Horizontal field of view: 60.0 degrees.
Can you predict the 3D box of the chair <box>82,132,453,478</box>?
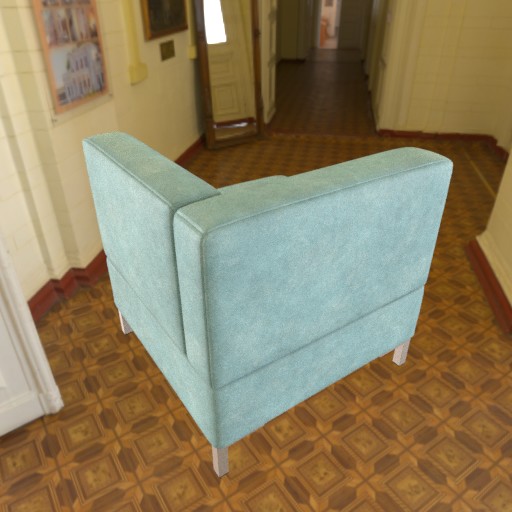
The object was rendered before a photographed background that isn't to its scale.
[{"bbox_3d":[0.000,0.000,1.246,0.691,0.660,0.684,-20,36,-29],"label":"chair"}]
